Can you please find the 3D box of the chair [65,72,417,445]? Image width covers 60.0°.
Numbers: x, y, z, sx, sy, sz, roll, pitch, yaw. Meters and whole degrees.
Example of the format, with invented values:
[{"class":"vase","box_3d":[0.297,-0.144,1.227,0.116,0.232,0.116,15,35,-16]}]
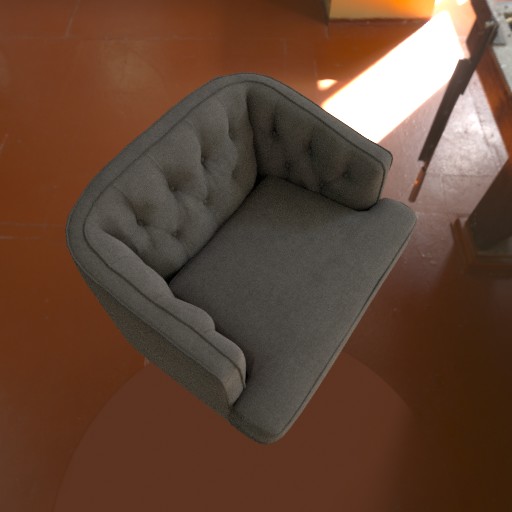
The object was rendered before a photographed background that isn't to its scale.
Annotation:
[{"class":"chair","box_3d":[0.000,0.000,1.765,0.941,0.852,1.104,31,64,17]}]
